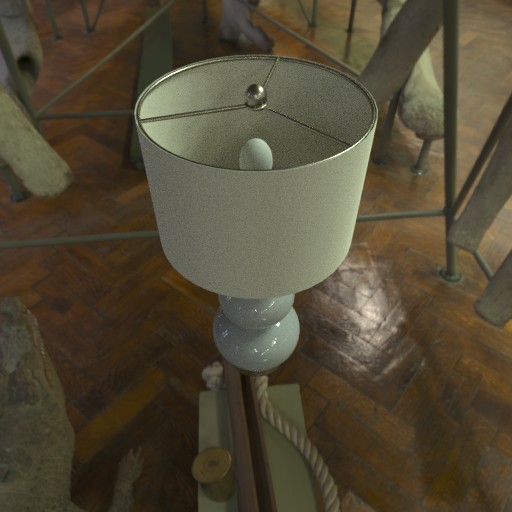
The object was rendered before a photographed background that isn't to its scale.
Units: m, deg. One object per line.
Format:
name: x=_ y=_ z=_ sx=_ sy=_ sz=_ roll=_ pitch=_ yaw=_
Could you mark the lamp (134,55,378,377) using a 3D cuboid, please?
lamp: x=0.000 y=0.000 z=0.921 sx=0.367 sy=0.730 sz=0.367 roll=-4 pitch=46 yaw=-4
